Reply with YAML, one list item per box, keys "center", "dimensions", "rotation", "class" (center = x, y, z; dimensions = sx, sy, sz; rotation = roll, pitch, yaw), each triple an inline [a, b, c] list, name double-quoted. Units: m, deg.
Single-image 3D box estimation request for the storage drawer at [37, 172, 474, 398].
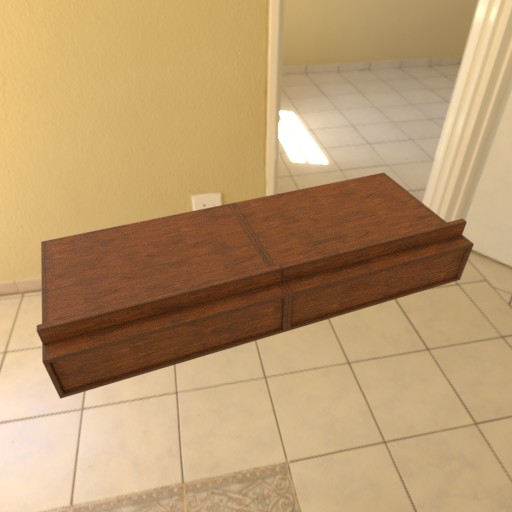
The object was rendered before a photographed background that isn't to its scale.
- center: [0.000, 0.000, 2.171]
  dimensions: [1.914, 0.339, 0.774]
  rotation: [-14, 41, -16]
  class: "storage drawer"
